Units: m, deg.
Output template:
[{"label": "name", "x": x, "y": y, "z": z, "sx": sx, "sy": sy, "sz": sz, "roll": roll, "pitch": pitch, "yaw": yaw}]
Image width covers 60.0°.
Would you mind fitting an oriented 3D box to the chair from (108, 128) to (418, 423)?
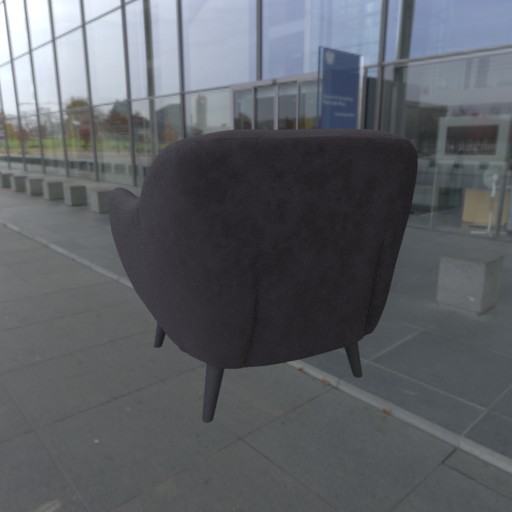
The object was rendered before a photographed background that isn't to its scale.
[{"label": "chair", "x": 0.000, "y": 0.000, "z": 1.496, "sx": 0.840, "sy": 0.807, "sz": 0.819, "roll": -7, "pitch": 16, "yaw": -26}]
